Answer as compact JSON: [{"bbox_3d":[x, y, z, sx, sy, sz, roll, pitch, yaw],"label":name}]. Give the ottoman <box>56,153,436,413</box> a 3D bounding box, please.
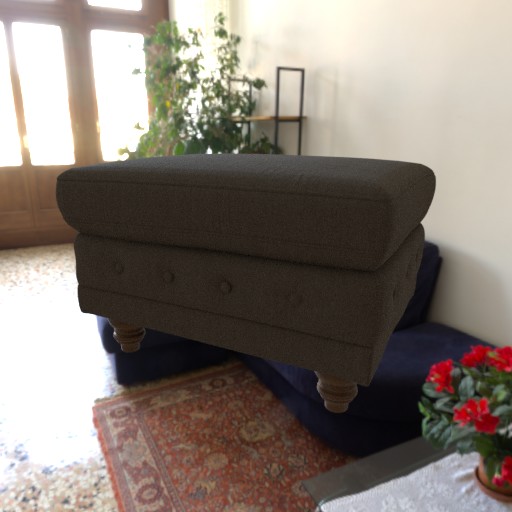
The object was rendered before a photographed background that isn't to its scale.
[{"bbox_3d":[0.000,0.000,1.132,0.771,0.500,0.569,8,18,26],"label":"ottoman"}]
